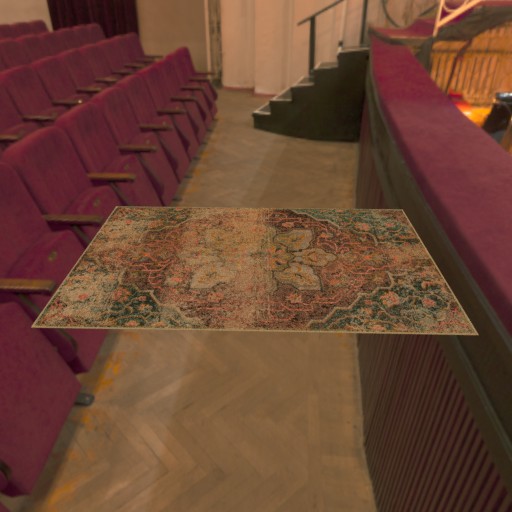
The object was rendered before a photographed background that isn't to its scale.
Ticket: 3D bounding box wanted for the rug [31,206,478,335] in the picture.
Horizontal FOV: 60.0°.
[{"bbox_3d":[0.000,0.000,2.964,2.363,0.004,1.566,1,31,2],"label":"rug"}]
